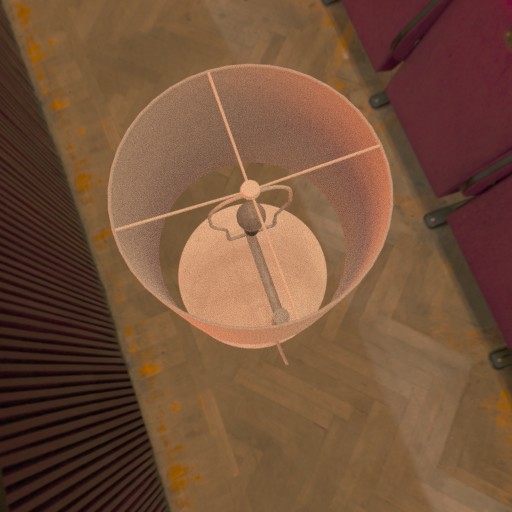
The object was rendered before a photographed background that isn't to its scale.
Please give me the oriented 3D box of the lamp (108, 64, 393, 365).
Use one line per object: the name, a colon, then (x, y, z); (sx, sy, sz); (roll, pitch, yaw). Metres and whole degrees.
lamp: (0.000, 0.000, 0.680); (0.299, 0.454, 0.341); (-18, 76, -5)
